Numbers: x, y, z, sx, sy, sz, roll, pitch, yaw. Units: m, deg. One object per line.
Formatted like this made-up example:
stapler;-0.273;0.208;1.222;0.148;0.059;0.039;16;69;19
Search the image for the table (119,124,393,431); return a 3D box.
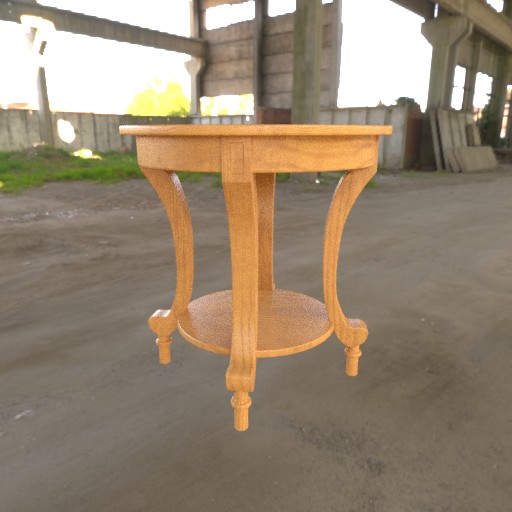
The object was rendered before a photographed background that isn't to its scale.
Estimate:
table;0.000;0.000;1.091;0.597;0.612;0.597;0;16;0
